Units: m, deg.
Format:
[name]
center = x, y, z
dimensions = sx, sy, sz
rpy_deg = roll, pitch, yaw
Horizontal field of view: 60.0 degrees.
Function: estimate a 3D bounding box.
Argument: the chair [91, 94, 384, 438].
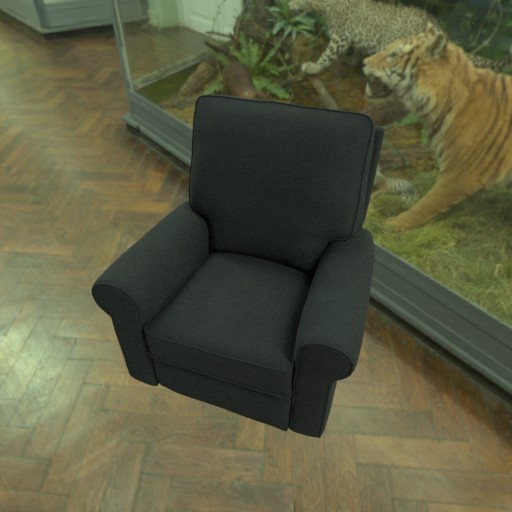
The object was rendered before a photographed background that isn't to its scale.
[chair]
center = 0.000, 0.000, 1.685
dimensions = 0.890, 0.961, 0.878
rpy_deg = 13, 43, 14
